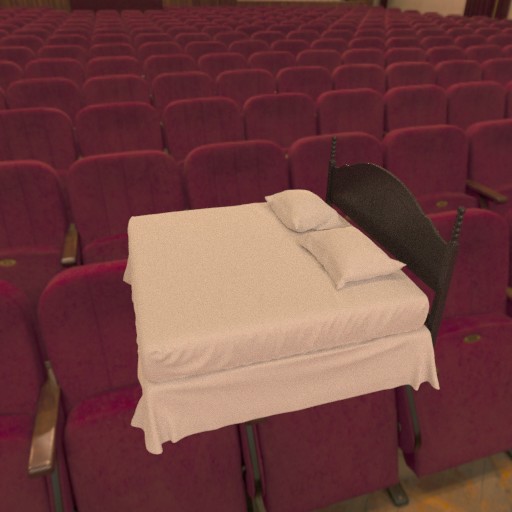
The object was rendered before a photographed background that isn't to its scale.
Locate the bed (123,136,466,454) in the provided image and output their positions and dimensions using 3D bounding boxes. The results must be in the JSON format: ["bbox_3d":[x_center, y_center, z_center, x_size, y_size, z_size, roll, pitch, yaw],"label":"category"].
[{"bbox_3d":[0.000,0.000,3.606,2.219,1.355,2.322,-8,30,-14],"label":"bed"}]
